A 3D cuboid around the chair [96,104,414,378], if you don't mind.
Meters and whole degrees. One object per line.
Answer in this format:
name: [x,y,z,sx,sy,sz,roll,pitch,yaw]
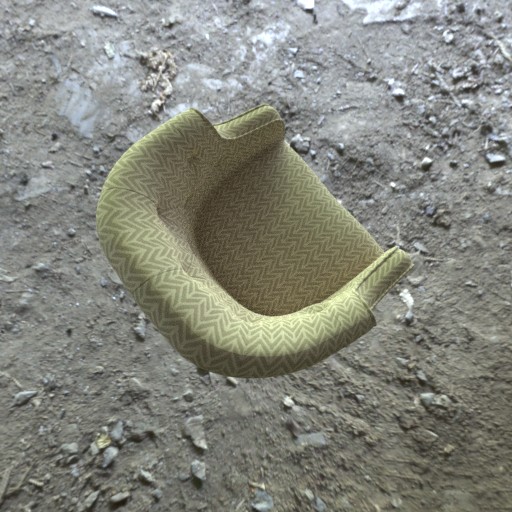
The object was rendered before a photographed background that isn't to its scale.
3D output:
chair: [0.000,0.000,1.298,0.613,0.858,0.686,-38,79,-9]
